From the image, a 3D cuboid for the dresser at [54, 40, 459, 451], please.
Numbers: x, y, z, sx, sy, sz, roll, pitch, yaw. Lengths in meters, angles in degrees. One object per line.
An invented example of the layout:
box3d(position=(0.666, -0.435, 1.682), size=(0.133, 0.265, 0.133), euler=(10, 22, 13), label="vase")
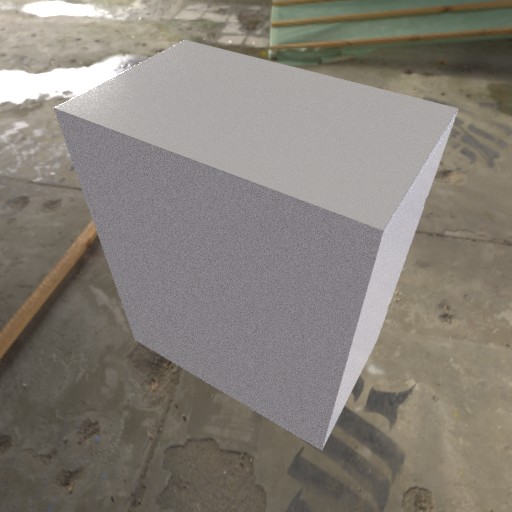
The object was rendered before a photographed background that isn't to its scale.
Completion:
box3d(position=(0.000, 0.000, 1.121), size=(0.650, 0.800, 0.400), euler=(24, 51, 21), label="dresser")
